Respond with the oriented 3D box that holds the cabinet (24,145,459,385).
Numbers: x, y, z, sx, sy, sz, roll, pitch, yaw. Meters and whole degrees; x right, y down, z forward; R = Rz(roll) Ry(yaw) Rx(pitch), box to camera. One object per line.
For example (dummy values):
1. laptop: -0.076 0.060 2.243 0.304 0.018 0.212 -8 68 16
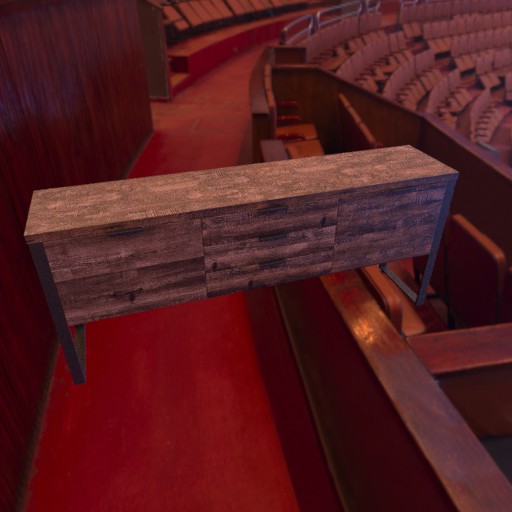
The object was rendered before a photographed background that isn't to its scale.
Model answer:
1. cabinet: 0.000 0.000 2.113 1.800 0.762 0.395 -10 35 -15
